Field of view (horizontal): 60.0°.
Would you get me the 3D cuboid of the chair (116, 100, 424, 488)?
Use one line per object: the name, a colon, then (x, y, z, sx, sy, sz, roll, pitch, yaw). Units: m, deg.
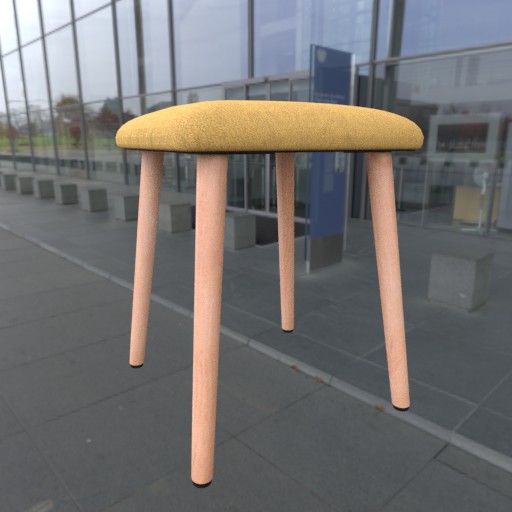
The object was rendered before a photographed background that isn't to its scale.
chair: (0.000, 0.000, 0.680, 0.350, 0.440, 0.350, -8, 16, -27)
